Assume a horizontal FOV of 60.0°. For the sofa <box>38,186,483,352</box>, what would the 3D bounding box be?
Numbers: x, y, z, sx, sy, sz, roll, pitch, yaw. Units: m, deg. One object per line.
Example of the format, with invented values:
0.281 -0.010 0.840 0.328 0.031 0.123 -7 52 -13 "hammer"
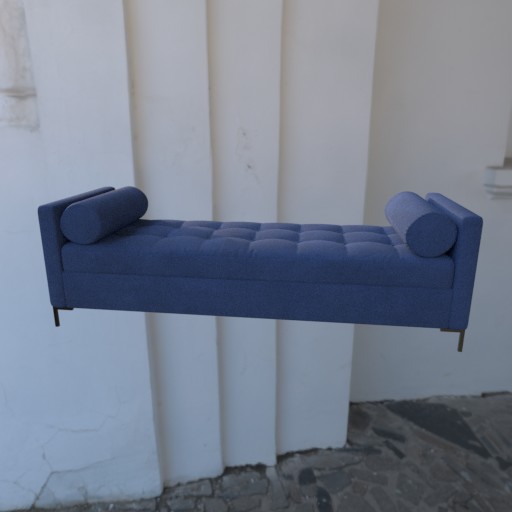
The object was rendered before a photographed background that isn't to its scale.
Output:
0.000 0.000 2.346 1.981 0.635 0.686 2 17 7 "sofa"
